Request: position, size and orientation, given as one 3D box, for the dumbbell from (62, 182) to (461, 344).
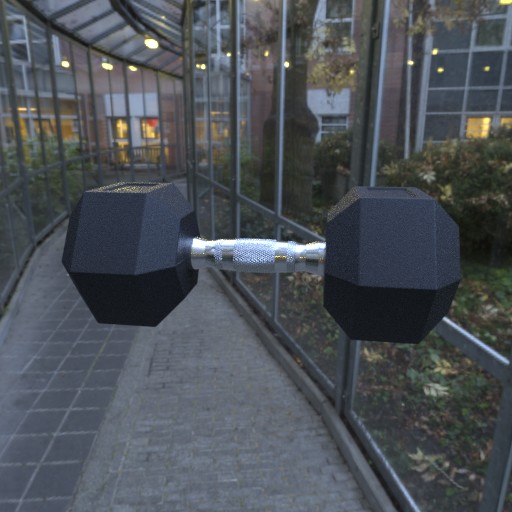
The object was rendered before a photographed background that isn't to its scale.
[{"bbox_3d":[0.000,0.000,0.411,0.337,0.123,0.142,2,16,8],"label":"dumbbell"}]
